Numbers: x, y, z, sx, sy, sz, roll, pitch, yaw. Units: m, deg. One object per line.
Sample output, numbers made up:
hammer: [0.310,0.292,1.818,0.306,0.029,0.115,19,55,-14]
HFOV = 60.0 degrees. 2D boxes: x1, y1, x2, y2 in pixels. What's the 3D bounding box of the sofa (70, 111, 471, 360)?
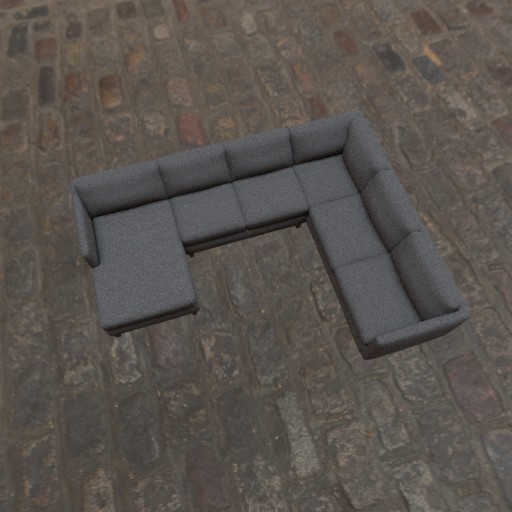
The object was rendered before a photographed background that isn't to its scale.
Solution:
sofa: [0.000,0.000,4.440,3.238,0.853,2.551,-16,65,-7]
